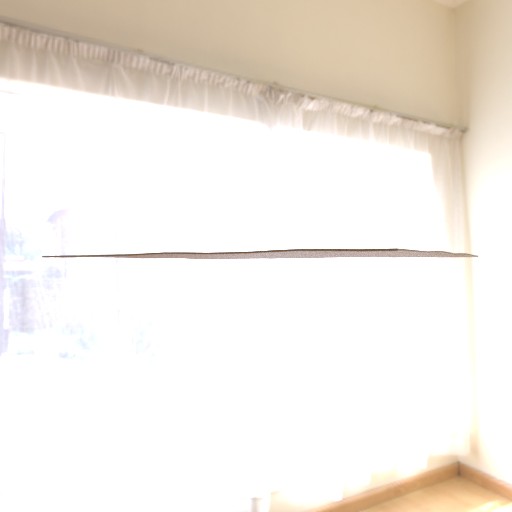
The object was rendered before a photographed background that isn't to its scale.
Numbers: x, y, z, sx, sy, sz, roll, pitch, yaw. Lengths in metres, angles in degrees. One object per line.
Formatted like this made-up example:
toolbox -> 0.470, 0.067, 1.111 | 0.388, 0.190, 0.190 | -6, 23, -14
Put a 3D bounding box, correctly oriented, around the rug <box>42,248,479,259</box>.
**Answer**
rug -> 0.000, 0.000, 2.230 | 1.829, 0.013, 1.220 | -1, -1, 36
